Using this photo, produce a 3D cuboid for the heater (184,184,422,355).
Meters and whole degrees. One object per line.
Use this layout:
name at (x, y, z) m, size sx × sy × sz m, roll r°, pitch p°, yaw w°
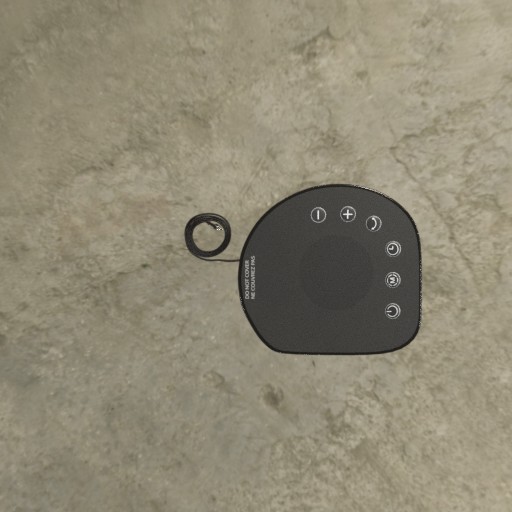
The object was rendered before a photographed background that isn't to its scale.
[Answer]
heater at (0.000, 0.000, 0.687) m, size 0.312 × 0.552 × 0.174 m, roll 0°, pitch 91°, yaw 0°
